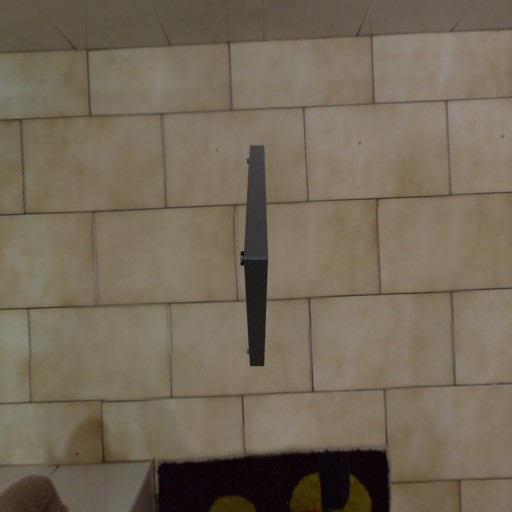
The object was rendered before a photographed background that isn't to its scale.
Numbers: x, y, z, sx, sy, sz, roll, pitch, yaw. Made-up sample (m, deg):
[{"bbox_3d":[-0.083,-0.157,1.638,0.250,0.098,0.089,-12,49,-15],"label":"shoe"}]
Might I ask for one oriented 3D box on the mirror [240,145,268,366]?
[{"bbox_3d":[0.000,0.000,0.840,0.032,0.679,0.419,0,91,0],"label":"mirror"}]
